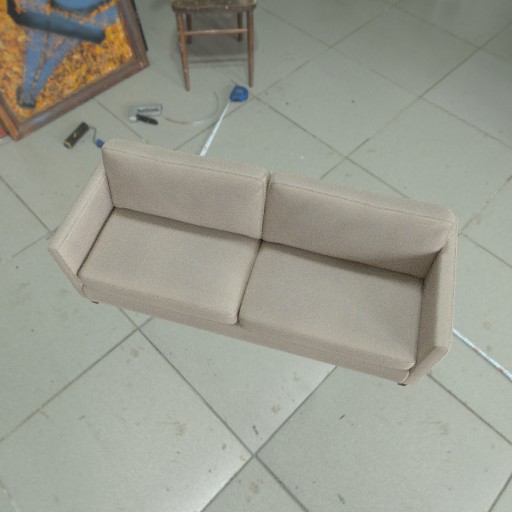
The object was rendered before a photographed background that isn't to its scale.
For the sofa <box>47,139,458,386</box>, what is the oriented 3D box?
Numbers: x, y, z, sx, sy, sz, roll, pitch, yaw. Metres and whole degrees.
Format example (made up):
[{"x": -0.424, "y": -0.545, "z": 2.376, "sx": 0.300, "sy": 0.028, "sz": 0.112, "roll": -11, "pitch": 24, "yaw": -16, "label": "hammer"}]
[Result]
[{"x": 0.000, "y": 0.000, "z": 2.905, "sx": 2.361, "sy": 0.968, "sz": 0.951, "roll": 13, "pitch": 59, "yaw": 8, "label": "sofa"}]
